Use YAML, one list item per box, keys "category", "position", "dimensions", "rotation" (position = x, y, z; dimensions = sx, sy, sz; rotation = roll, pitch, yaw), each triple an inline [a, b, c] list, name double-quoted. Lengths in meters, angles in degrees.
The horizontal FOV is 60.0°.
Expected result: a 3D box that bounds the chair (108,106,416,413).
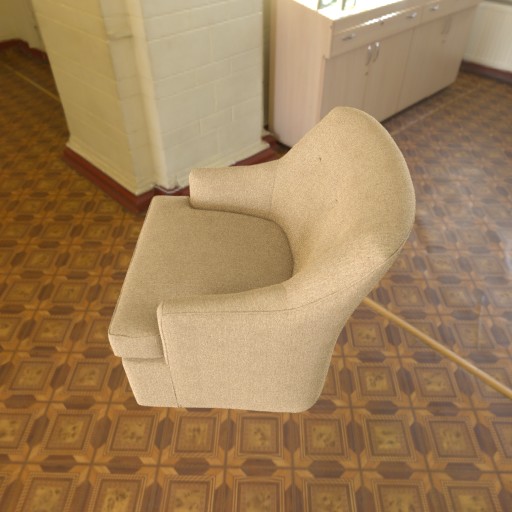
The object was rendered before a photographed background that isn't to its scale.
- category: "chair"
  position: [0.000, 0.000, 1.624]
  dimensions: [0.923, 0.856, 0.864]
  rotation: [1, 42, 1]
